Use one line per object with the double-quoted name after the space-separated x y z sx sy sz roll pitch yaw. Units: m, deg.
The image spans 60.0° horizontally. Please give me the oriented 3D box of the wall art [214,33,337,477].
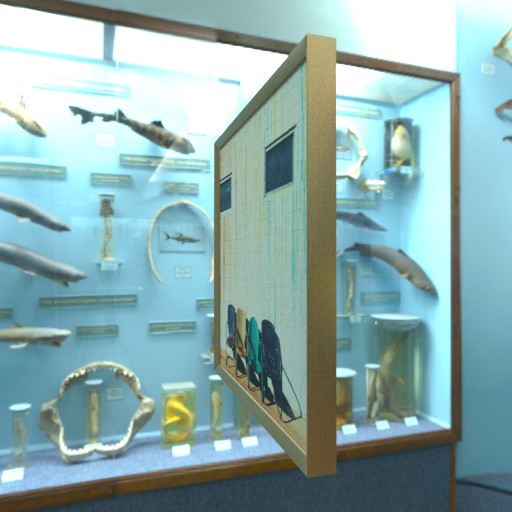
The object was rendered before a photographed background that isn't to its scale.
0.000 0.000 0.749 0.037 0.505 0.505 0 0 -17 "wall art"
